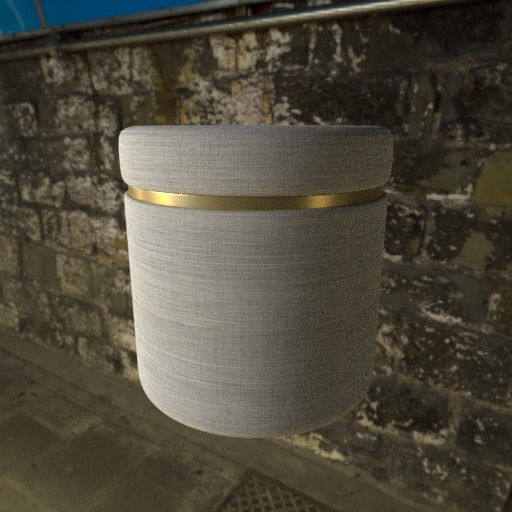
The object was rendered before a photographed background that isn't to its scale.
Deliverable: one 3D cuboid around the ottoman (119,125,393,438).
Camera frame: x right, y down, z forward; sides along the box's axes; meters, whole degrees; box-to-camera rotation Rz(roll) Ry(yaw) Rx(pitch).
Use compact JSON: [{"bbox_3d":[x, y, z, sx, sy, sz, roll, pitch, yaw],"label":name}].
[{"bbox_3d":[0.000,0.000,0.721,0.400,0.406,0.400,0,16,0],"label":"ottoman"}]
